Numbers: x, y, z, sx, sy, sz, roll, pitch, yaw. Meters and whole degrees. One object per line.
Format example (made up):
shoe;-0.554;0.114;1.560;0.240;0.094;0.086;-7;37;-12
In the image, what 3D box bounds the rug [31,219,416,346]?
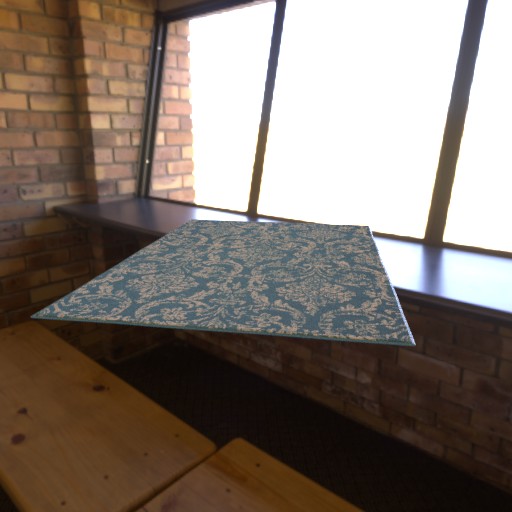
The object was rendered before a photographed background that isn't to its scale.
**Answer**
rug;0.000;0.000;2.785;1.554;0.012;2.205;3;16;9
